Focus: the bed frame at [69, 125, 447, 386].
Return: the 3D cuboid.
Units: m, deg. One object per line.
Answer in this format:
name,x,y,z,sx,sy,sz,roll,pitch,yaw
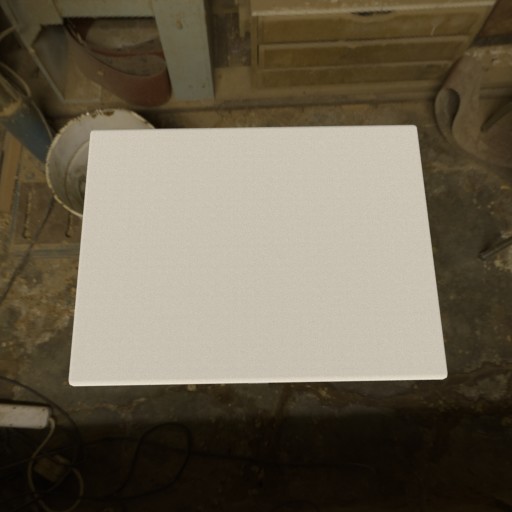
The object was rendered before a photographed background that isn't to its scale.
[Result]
bed frame,0.000,0.000,3.595,2.635,0.680,1.990,-1,75,0
